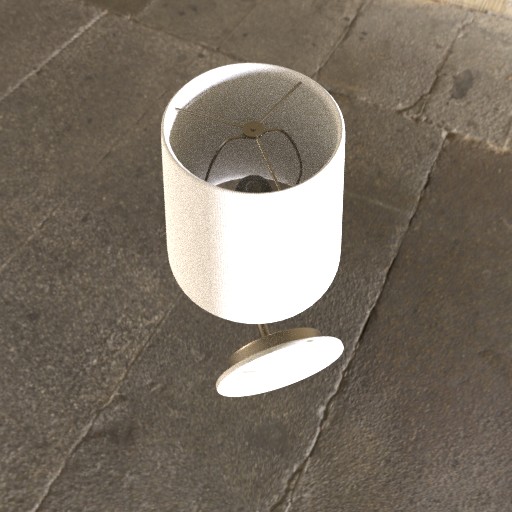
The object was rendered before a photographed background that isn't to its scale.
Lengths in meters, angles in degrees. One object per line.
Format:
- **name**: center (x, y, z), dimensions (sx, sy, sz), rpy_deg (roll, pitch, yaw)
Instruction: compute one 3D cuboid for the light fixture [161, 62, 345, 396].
- **light fixture**: center (0.000, 0.000, 0.446), dimensions (0.168, 0.337, 0.188), rpy_deg (-15, 60, -9)
